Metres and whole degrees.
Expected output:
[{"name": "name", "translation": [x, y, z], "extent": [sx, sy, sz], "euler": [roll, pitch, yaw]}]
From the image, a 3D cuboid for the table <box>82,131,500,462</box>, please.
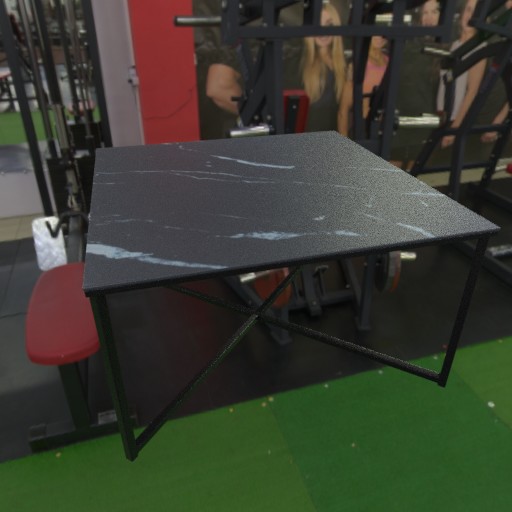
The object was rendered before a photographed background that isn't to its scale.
[{"name": "table", "translation": [0.000, 0.000, 1.244], "extent": [0.800, 0.450, 0.800], "euler": [-8, 31, -14]}]
